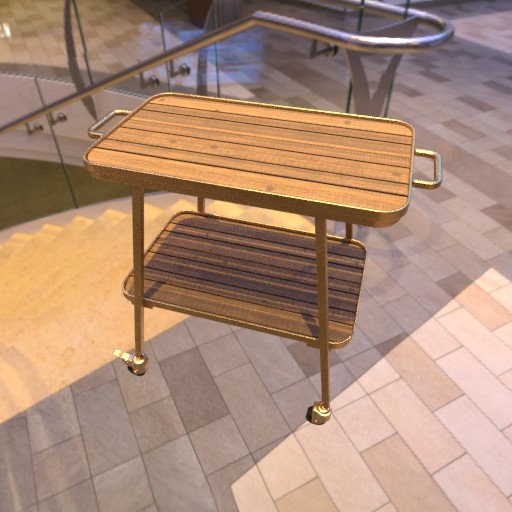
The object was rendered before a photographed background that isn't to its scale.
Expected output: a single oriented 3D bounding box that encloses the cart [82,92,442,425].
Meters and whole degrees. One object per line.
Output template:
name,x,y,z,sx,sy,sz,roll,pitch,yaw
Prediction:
cart,0.000,0.000,1.234,0.806,0.700,0.524,11,42,13
